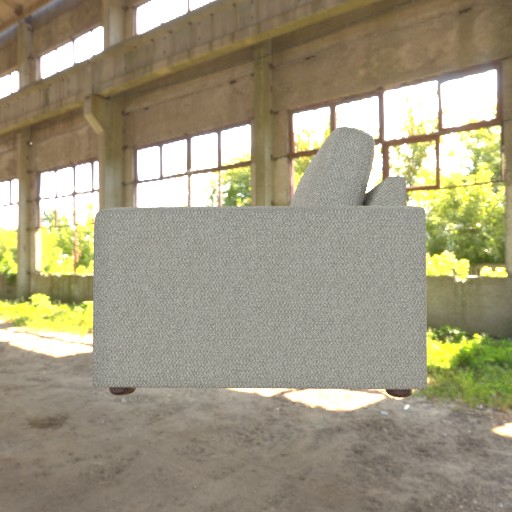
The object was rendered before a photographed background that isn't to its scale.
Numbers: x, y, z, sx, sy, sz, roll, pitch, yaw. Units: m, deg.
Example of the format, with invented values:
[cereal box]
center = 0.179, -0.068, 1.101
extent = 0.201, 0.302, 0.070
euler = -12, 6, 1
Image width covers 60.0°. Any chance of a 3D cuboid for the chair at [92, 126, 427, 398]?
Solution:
[chair]
center = 0.000, 0.000, 1.787
extent = 1.016, 0.873, 1.005
euler = 0, -1, 2
